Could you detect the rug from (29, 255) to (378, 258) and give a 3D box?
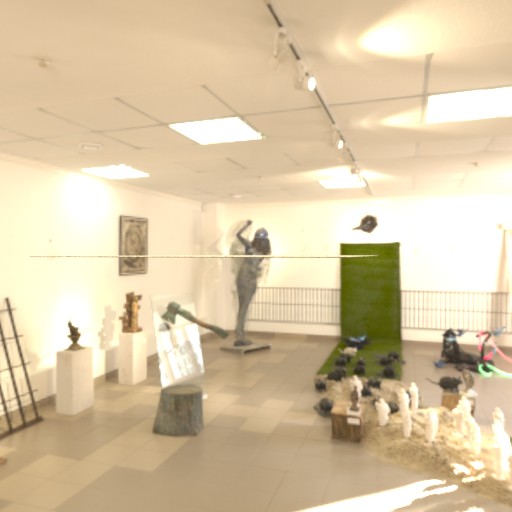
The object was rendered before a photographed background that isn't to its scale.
[{"bbox_3d":[0.000,0.000,3.081,1.524,0.005,2.439,0,0,18],"label":"rug"}]
